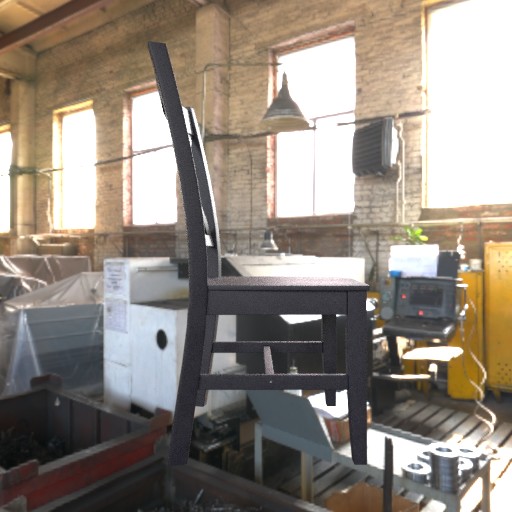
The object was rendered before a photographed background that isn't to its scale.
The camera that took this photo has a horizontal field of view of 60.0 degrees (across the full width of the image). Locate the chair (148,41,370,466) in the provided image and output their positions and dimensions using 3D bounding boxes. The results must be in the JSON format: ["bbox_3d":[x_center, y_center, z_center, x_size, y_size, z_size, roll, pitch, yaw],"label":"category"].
[{"bbox_3d":[0.000,0.000,1.256,0.542,0.983,0.485,0,0,0],"label":"chair"}]
